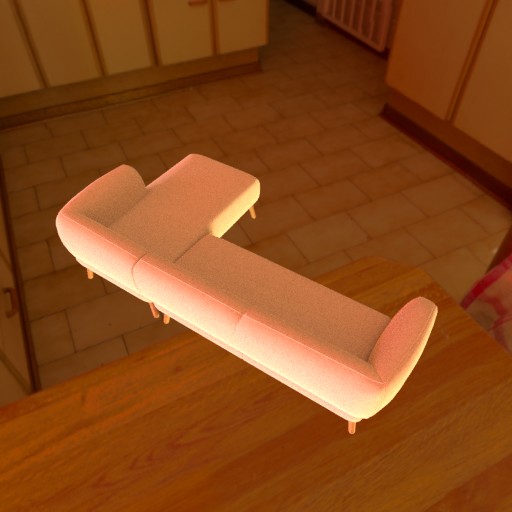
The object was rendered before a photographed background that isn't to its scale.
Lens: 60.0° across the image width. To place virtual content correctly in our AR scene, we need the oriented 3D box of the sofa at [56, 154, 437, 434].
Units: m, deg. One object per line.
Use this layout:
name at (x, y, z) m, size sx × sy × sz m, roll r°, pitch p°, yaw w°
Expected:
sofa at (0.000, 0.000, 3.379) m, size 2.660 × 0.730 × 1.610 m, roll 25°, pitch 51°, yaw 22°
